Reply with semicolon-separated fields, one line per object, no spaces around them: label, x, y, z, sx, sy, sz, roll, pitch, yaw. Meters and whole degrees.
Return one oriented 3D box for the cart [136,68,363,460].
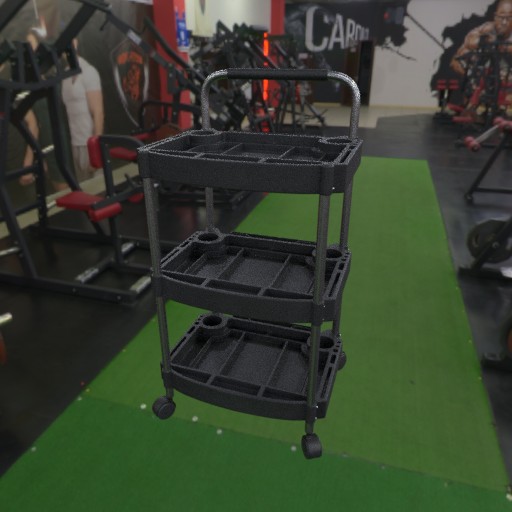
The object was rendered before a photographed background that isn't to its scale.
cart;0.000;0.000;1.397;0.584;1.075;0.518;8;26;17
